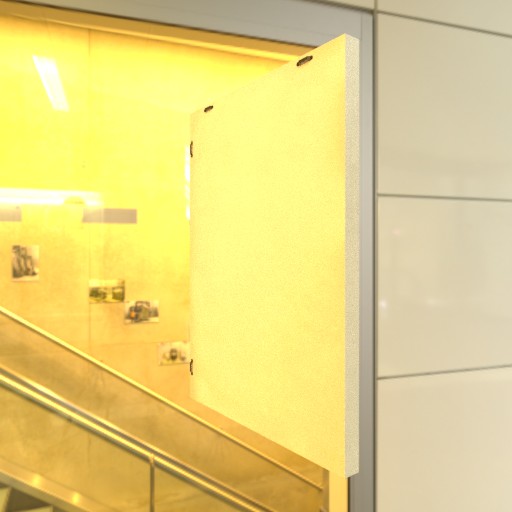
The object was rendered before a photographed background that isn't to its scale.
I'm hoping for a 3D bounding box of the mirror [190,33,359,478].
[{"bbox_3d":[0.000,0.000,0.917,0.040,0.710,0.507,0,0,-37],"label":"mirror"}]
